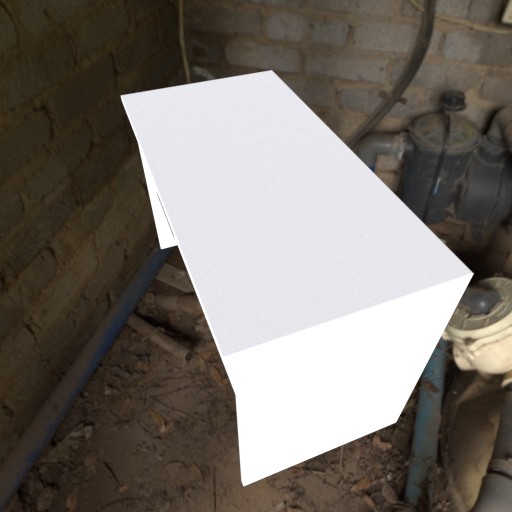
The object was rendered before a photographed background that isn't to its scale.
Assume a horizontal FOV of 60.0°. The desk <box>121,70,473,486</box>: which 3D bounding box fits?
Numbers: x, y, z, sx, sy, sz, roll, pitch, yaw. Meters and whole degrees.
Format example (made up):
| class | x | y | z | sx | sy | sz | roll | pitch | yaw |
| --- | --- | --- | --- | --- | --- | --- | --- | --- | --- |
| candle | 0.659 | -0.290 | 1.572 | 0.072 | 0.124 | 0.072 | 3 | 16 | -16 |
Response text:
| class | x | y | z | sx | sy | sz | roll | pitch | yaw |
| --- | --- | --- | --- | --- | --- | --- | --- | --- | --- |
| desk | 0.000 | 0.000 | 1.486 | 0.560 | 0.730 | 1.100 | -16 | 48 | -15 |
